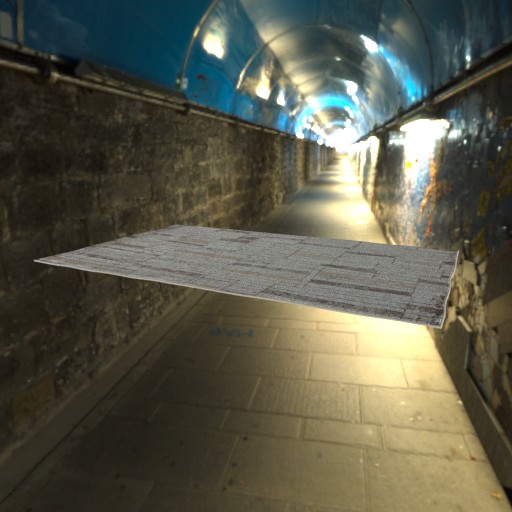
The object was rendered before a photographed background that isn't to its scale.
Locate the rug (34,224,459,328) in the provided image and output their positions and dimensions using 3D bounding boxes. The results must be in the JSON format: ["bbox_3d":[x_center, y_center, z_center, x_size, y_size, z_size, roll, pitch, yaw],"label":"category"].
[{"bbox_3d":[0.000,0.000,2.988,2.444,0.023,1.531,7,15,26],"label":"rug"}]
